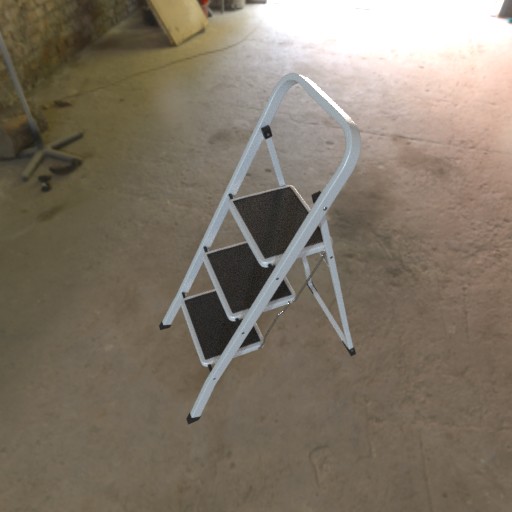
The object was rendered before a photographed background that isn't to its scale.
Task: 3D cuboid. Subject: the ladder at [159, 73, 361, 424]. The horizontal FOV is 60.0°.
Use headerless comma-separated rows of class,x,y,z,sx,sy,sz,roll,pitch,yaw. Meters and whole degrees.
ladder,0.000,0.000,1.457,0.711,1.050,0.460,-16,49,-15
